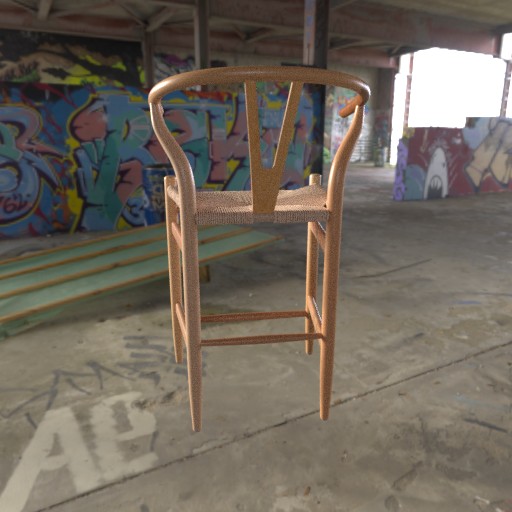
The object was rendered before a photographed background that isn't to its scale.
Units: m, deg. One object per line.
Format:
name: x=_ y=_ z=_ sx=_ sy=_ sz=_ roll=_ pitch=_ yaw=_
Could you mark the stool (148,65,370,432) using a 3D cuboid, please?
stool: x=0.000 y=0.000 z=1.253 sx=0.536 sy=0.923 sz=0.575 roll=-2 pitch=16 yaw=-8
